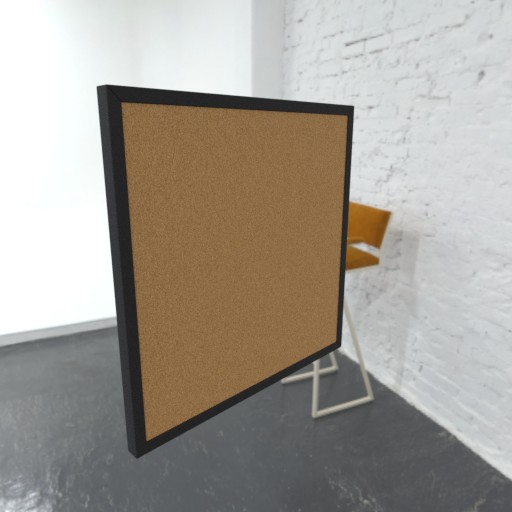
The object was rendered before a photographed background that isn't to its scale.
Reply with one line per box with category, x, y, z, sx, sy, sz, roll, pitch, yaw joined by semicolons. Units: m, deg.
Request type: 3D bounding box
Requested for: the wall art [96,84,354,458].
wall art;0.000;0.000;1.133;0.763;0.763;0.037;-14;21;-43
